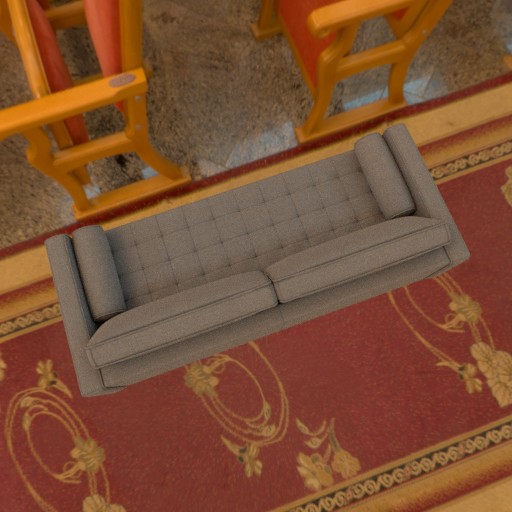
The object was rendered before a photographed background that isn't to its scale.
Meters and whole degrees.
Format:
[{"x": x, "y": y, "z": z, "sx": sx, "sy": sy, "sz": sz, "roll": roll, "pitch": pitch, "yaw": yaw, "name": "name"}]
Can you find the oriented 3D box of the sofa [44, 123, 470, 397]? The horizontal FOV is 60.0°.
[{"x": 0.000, "y": 0.000, "z": 2.618, "sx": 2.198, "sy": 0.762, "sz": 0.914, "roll": -19, "pitch": 76, "yaw": -5, "name": "sofa"}]
